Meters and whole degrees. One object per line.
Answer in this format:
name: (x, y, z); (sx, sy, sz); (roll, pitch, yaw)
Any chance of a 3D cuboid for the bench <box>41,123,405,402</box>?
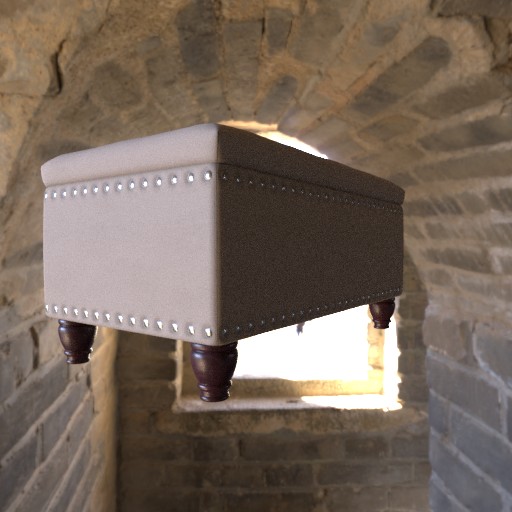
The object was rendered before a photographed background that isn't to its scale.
bench: (0.000, 0.000, 1.156); (0.500, 0.449, 0.887); (1, 2, 36)
